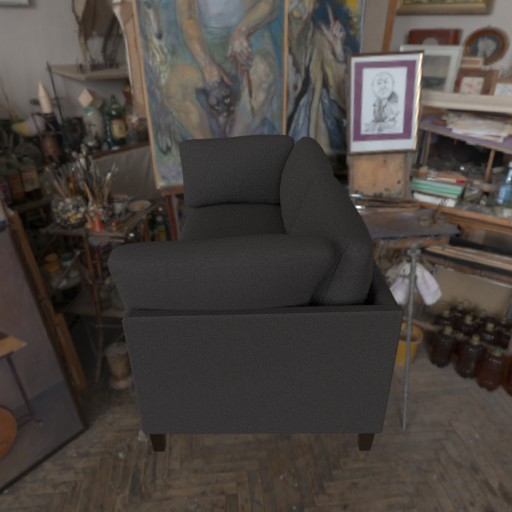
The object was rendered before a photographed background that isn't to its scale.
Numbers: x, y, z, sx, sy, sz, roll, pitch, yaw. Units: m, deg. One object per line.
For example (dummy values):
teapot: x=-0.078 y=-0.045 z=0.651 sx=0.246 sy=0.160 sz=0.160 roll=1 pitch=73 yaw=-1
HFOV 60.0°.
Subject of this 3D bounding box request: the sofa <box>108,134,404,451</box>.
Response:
sofa: x=0.000 y=0.000 z=2.307 sx=0.969 sy=0.920 sz=1.751 roll=0 pitch=27 yaw=0
